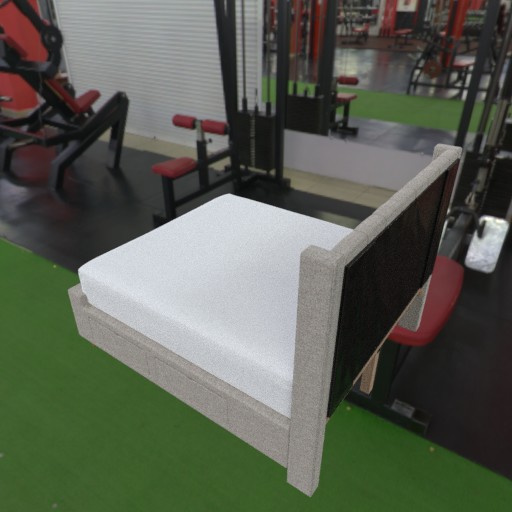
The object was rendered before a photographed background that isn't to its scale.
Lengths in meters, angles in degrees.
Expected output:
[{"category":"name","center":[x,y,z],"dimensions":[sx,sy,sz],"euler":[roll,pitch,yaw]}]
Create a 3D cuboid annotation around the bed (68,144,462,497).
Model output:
[{"category":"bed","center":[0.000,0.000,3.631],"dimensions":[2.372,1.748,2.044],"euler":[20,37,30]}]
